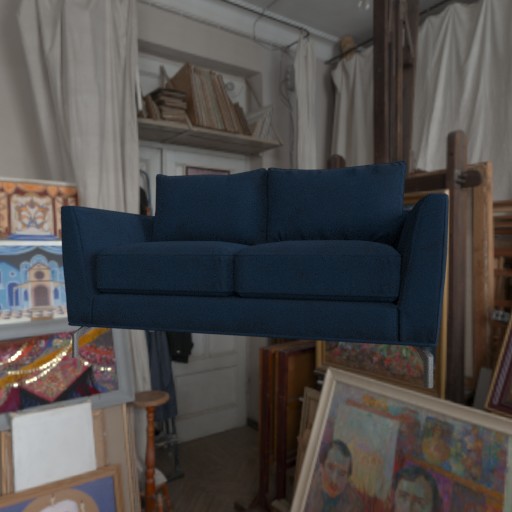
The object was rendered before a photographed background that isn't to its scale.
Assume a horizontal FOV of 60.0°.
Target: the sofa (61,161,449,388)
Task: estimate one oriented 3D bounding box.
[{"bbox_3d":[0.000,0.000,2.322,1.770,1.002,0.853,0,1,17],"label":"sofa"}]
